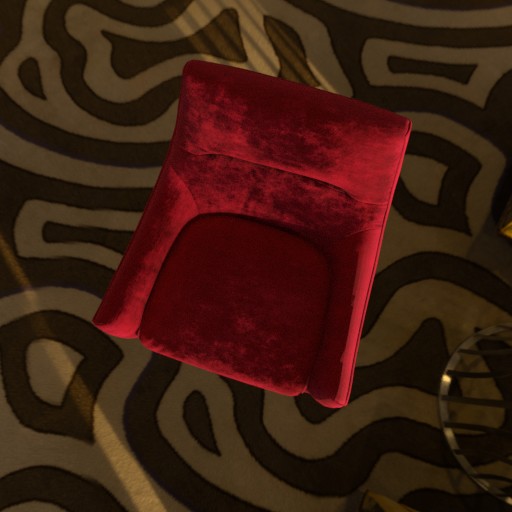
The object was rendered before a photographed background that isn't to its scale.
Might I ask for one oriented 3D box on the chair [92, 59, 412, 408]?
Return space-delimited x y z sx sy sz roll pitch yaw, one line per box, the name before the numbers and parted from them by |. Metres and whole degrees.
chair | 0.000 0.000 1.460 0.762 0.838 0.787 17 75 5
